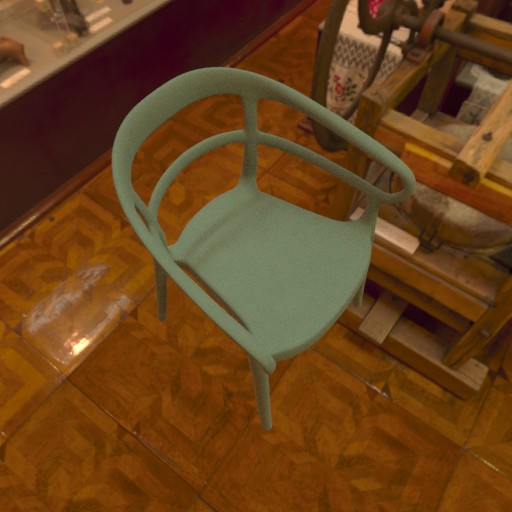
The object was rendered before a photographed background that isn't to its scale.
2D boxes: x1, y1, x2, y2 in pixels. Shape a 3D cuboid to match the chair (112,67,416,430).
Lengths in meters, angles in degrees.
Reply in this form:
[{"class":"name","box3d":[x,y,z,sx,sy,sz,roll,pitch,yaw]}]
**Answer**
[{"class":"chair","box3d":[0.000,0.000,1.142,0.527,0.761,0.559,34,64,19]}]
